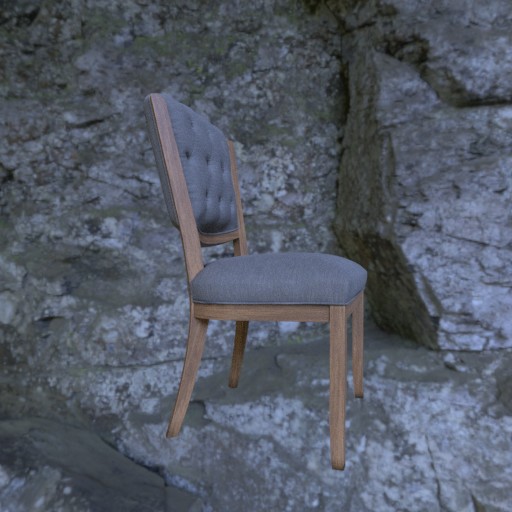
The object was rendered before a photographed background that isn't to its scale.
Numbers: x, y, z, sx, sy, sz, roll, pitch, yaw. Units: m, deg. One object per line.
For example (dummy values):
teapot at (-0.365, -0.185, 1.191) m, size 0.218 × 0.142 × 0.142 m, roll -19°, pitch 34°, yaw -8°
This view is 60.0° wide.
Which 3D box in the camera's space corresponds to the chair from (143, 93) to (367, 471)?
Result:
chair at (0.000, 0.000, 1.267) m, size 0.584 × 0.905 × 0.513 m, roll 0°, pitch 1°, yaw 18°
